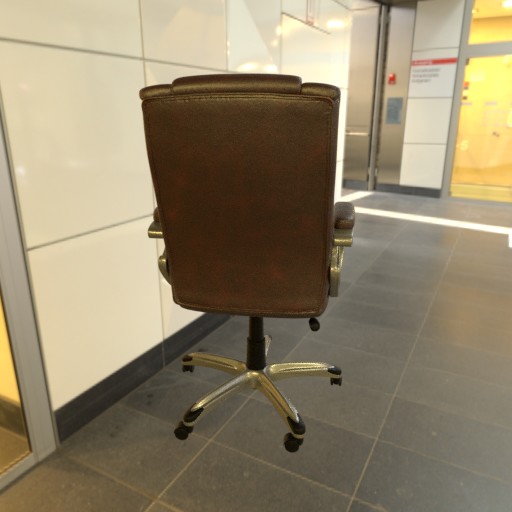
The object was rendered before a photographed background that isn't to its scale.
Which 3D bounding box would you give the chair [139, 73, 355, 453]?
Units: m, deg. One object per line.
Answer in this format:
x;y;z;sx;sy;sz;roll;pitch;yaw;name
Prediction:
0.000;0.000;1.537;0.656;1.128;0.692;3;18;9;chair
